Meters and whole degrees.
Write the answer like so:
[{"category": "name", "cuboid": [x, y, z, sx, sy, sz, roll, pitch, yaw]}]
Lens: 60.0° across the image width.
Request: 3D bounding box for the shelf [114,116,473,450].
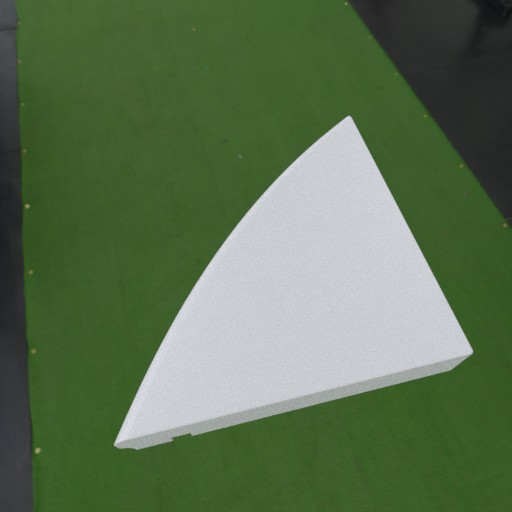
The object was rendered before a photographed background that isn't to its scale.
[{"category": "shelf", "cuboid": [0.000, 0.000, 0.460, 0.310, 0.050, 0.310, -12, 60, -7]}]
